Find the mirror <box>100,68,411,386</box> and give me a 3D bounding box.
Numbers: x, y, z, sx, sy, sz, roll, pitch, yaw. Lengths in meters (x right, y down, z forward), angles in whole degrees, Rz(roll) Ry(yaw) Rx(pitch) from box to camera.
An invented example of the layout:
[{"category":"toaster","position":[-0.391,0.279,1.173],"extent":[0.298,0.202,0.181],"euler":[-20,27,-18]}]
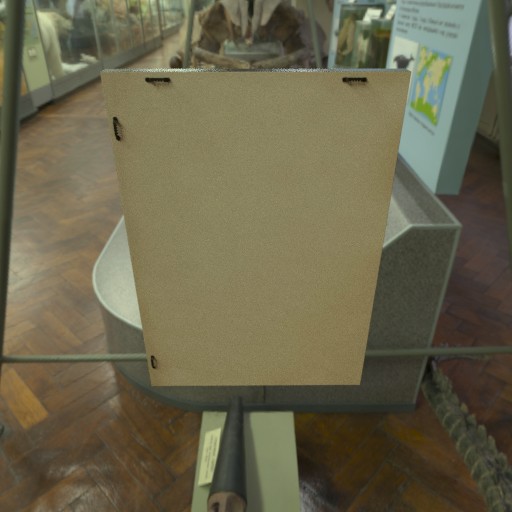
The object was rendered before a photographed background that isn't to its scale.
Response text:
[{"category":"mirror","position":[0.000,0.000,0.912],"extent":[0.507,0.710,0.039],"euler":[0,30,0]}]
